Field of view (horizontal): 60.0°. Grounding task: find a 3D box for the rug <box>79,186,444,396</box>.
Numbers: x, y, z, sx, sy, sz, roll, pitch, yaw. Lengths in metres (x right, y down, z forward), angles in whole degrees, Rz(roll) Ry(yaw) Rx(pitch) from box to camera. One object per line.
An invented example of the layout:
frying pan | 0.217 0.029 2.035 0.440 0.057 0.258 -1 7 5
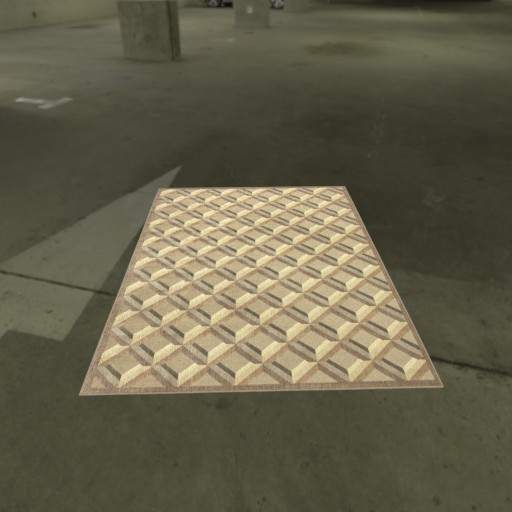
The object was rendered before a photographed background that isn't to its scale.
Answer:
rug | 0.000 0.000 4.269 2.382 0.018 3.294 -1 32 -1
